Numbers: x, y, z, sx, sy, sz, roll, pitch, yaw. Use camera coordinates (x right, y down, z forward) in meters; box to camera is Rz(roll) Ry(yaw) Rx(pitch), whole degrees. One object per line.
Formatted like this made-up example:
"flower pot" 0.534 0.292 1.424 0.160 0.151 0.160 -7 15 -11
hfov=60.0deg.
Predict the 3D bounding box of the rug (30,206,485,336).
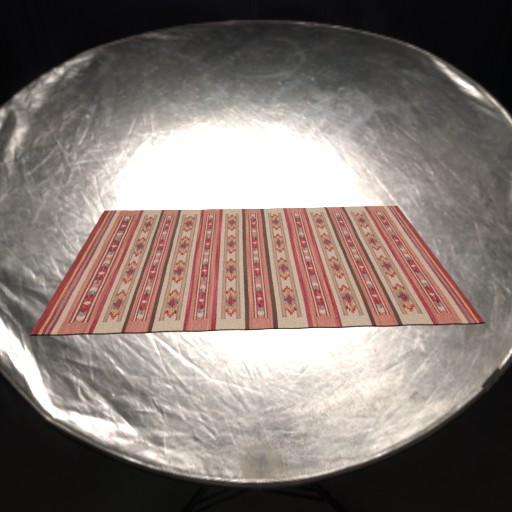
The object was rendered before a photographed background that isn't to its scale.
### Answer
"rug" 0.000 0.000 3.013 2.431 0.010 1.535 -1 31 -2
